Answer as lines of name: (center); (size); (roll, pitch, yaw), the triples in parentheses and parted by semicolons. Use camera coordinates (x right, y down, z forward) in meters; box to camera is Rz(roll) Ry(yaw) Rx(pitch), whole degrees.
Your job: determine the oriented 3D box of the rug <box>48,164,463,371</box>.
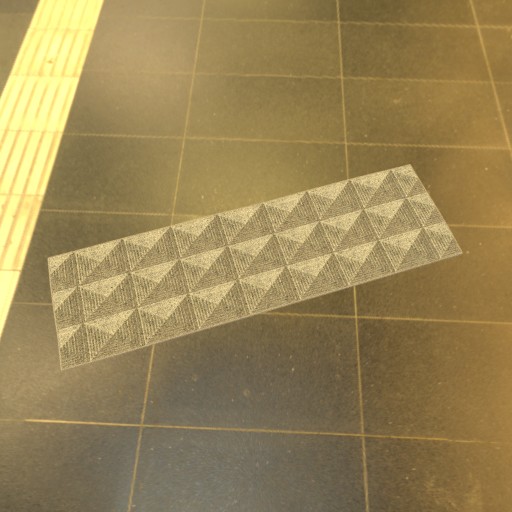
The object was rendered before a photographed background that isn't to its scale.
rug: (0.000, 0.000, 2.422); (2.182, 0.015, 0.645); (-15, 65, -7)
